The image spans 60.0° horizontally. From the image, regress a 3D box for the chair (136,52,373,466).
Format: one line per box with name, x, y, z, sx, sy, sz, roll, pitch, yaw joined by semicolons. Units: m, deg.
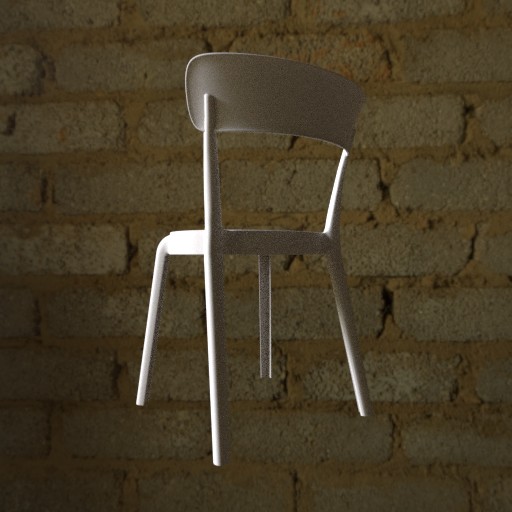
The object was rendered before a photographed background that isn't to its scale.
chair;0.000;0.000;1.121;0.506;0.790;0.491;-1;1;-36
